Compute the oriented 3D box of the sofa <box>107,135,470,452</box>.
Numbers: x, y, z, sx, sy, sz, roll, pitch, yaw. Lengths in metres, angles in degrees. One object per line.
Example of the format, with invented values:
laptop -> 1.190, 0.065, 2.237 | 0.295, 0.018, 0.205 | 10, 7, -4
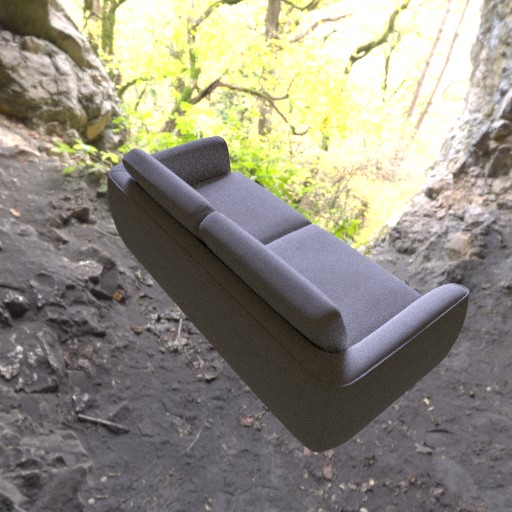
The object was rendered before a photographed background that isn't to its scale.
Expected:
sofa -> 0.000, 0.000, 2.409 | 0.920, 0.850, 2.000 | -26, 47, -28
